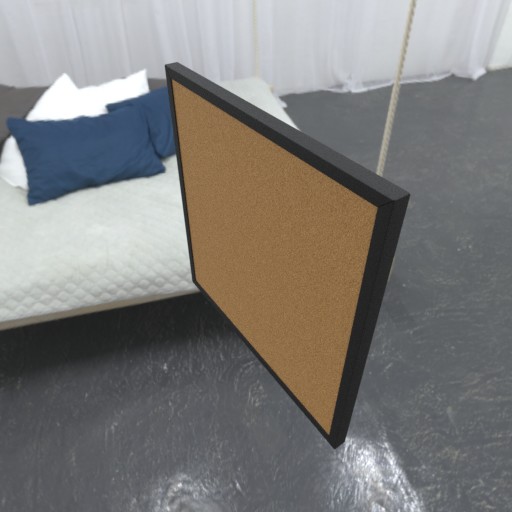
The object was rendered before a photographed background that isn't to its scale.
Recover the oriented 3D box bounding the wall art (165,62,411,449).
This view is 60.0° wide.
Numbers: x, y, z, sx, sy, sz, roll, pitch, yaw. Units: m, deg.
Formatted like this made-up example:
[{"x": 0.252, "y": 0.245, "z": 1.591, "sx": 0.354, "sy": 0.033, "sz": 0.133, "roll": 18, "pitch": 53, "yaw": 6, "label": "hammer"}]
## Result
[{"x": 0.000, "y": 0.000, "z": 1.142, "sx": 0.037, "sy": 0.763, "sz": 0.763, "roll": -24, "pitch": 46, "yaw": -26, "label": "wall art"}]
